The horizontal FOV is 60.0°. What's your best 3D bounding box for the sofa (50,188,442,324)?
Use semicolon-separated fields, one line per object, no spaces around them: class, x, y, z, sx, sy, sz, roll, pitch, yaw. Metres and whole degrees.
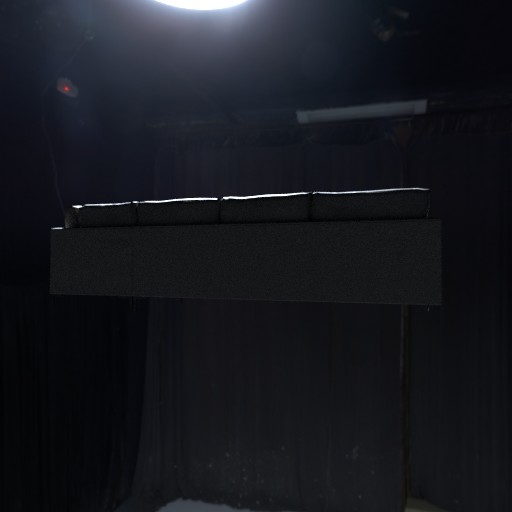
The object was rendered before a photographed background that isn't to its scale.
sofa;0.000;0.000;4.506;3.331;0.964;2.077;0;-1;18
